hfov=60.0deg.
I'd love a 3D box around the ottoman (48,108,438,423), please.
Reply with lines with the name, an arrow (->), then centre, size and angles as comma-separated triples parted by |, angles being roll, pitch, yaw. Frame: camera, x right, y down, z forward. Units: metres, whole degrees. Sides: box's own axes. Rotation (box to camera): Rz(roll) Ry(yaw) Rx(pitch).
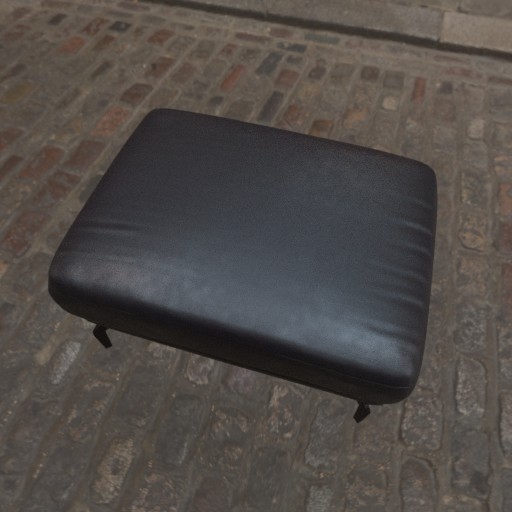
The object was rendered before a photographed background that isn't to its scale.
ottoman -> 0.000, 0.000, 1.077 | 0.764, 0.402, 0.570 | 14, 59, 9
